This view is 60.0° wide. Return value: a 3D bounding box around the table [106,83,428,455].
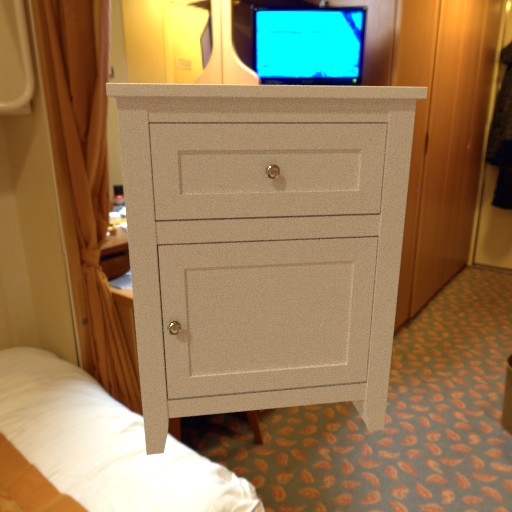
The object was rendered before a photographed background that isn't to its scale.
[{"bbox_3d":[0.000,0.000,0.920,0.480,0.635,0.381,-3,17,-8],"label":"table"}]
